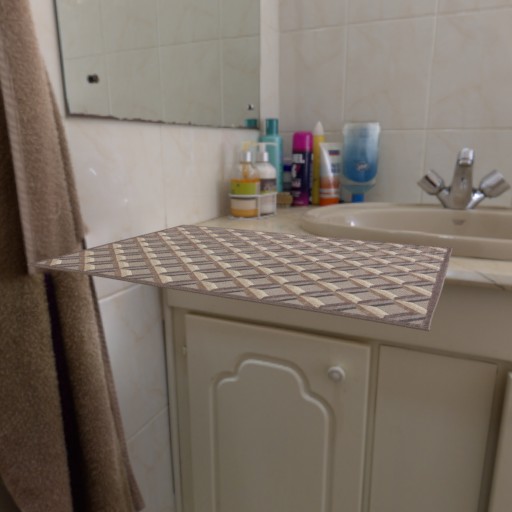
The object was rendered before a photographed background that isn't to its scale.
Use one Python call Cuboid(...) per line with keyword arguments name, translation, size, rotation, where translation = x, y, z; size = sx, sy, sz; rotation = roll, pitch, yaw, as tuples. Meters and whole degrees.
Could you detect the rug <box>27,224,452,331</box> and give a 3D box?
Cuboid(name="rug", translation=(0.000, 0.000, 2.860), size=(2.260, 0.013, 1.600), rotation=(7, 15, 25))
